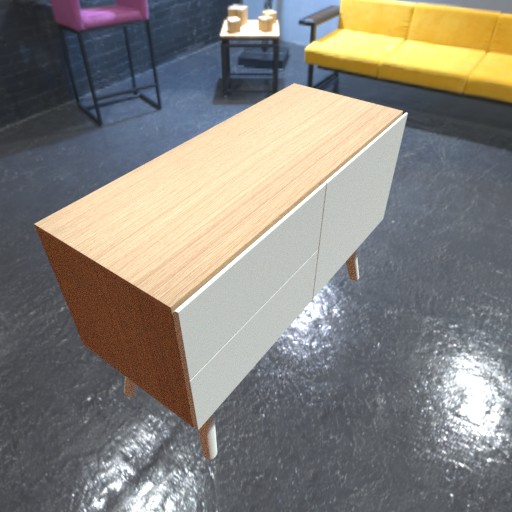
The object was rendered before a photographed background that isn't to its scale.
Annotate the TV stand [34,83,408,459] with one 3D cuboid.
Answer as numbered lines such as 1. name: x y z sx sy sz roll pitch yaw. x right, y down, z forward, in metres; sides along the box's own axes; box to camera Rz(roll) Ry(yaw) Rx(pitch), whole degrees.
1. TV stand: 0.000 0.000 1.338 0.407 0.660 0.991 26 47 27
